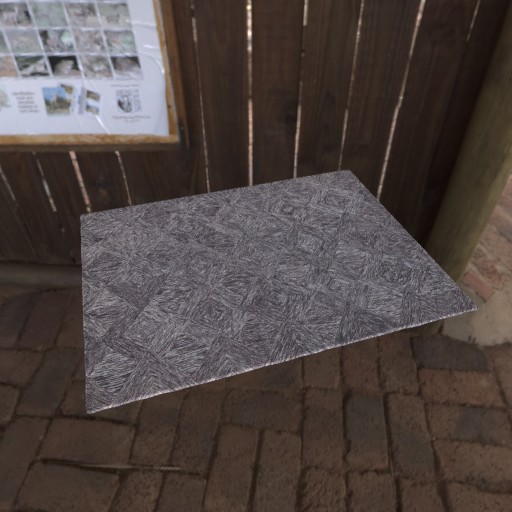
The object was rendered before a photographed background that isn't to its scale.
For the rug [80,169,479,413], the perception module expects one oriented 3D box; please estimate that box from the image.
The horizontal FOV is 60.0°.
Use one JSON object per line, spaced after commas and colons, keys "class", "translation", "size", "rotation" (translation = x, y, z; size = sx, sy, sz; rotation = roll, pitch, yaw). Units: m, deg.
{"class": "rug", "translation": [0.000, 0.000, 4.269], "size": [3.204, 0.017, 2.448], "rotation": [-12, 42, -13]}
